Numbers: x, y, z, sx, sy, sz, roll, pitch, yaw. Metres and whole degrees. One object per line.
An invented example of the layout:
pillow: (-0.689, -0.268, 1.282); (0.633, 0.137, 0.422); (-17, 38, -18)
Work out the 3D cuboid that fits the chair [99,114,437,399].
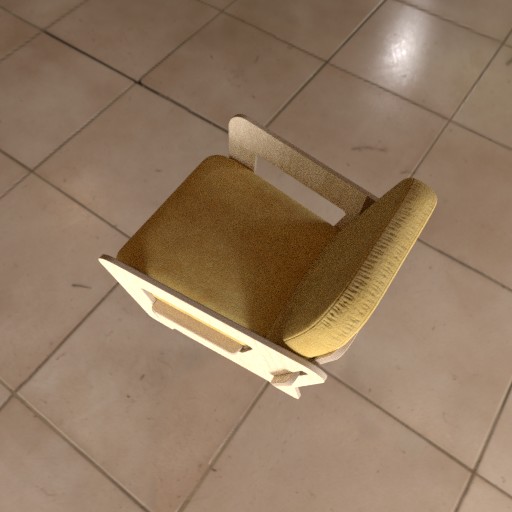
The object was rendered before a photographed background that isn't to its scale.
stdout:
chair: (0.000, 0.000, 1.296); (0.710, 0.800, 0.590); (31, 67, 15)
